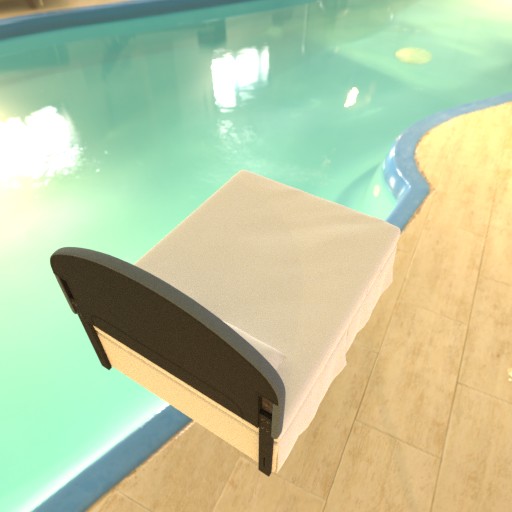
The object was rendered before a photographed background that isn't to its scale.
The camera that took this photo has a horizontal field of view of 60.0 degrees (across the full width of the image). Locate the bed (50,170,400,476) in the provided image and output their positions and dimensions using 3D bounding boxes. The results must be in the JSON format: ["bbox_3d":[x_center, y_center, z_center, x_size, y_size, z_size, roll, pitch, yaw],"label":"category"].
[{"bbox_3d":[0.000,0.000,3.092,1.607,1.410,2.005,24,51,22],"label":"bed"}]
